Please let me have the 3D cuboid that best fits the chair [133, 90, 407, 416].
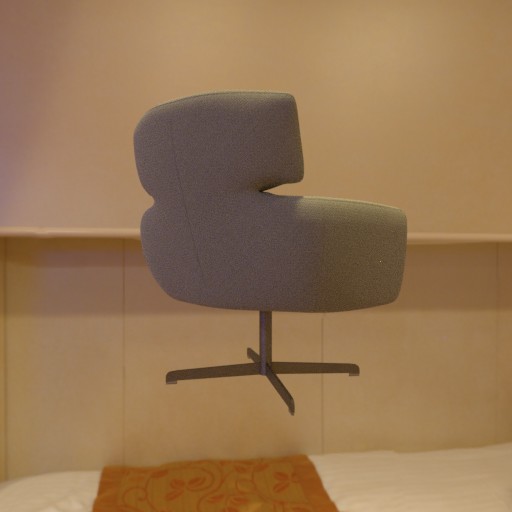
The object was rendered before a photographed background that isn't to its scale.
[{"bbox_3d":[0.000,0.000,1.397,0.760,0.810,0.730,1,1,35],"label":"chair"}]
